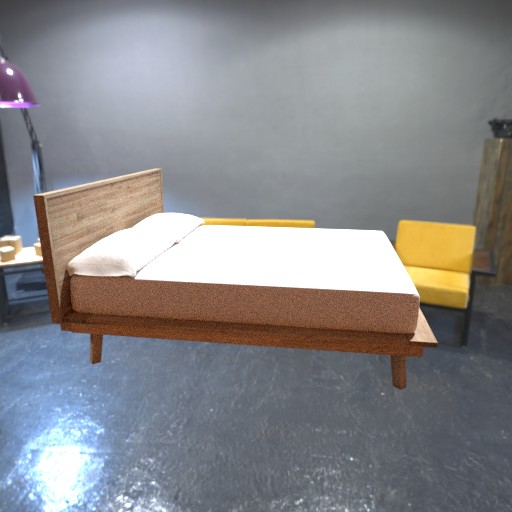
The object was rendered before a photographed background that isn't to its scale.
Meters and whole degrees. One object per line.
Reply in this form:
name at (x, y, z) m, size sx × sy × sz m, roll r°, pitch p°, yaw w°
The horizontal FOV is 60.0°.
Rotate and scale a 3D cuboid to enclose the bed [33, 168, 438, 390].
bed at (0.000, 0.000, 3.183) m, size 2.145 × 1.071 × 1.759 m, roll 2°, pitch 16°, yaw 8°
